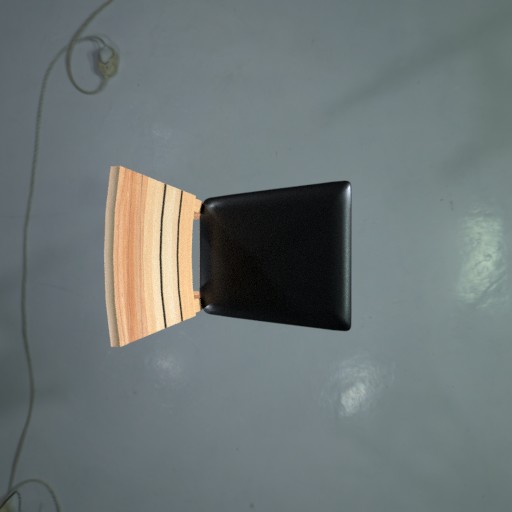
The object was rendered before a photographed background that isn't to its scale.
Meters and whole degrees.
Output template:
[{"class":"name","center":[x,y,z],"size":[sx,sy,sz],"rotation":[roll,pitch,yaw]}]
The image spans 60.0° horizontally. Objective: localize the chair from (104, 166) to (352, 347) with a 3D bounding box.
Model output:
[{"class":"chair","center":[0.000,0.000,1.198],"size":[0.520,0.940,0.410],"rotation":[0,90,0]}]
